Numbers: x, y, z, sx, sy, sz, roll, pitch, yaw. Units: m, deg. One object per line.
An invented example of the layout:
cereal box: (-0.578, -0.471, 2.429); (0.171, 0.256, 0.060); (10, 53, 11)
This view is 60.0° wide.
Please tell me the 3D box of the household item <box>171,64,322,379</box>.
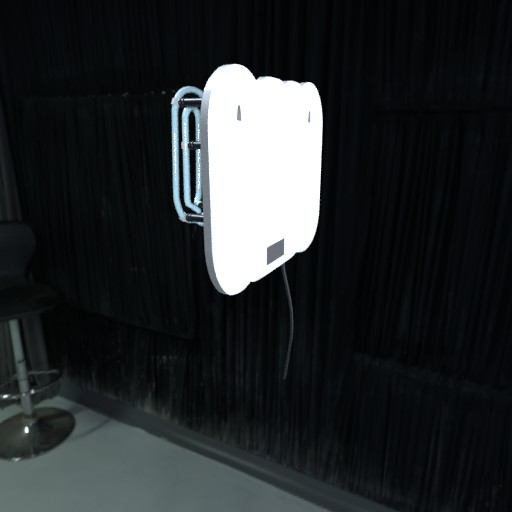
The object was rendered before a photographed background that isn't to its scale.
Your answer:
household item: (0.000, 0.000, 0.389); (0.042, 0.294, 0.211); (8, 18, 25)
